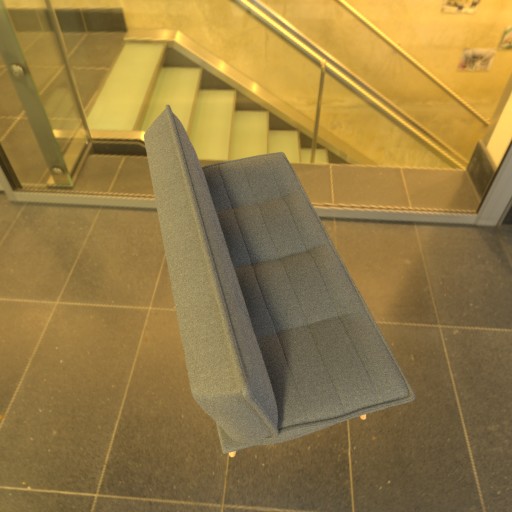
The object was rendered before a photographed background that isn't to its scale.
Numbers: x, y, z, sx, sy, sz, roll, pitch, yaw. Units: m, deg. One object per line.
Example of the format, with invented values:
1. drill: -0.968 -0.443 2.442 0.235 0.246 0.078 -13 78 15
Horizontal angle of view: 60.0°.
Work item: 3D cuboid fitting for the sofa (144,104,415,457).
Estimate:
1. sofa: 0.000 0.000 2.460 0.950 0.890 1.940 -12 49 -10
